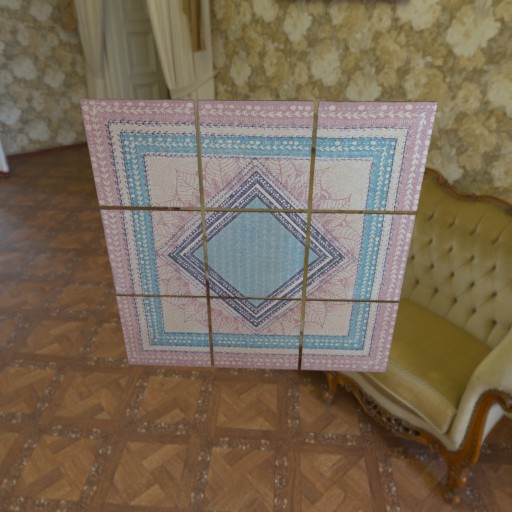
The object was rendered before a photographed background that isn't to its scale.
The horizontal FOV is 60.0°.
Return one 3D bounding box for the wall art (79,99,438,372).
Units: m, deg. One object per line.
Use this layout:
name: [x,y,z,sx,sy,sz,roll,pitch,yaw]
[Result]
wall art: [0.000,0.000,2.267,1.527,1.525,0.014,1,29,2]
